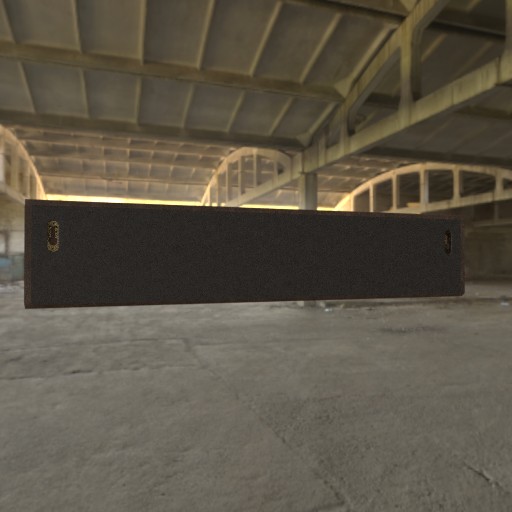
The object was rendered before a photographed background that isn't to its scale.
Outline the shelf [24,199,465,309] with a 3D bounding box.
[{"bbox_3d":[0.000,0.000,0.686,0.610,0.125,0.200,0,-1,-17],"label":"shelf"}]
